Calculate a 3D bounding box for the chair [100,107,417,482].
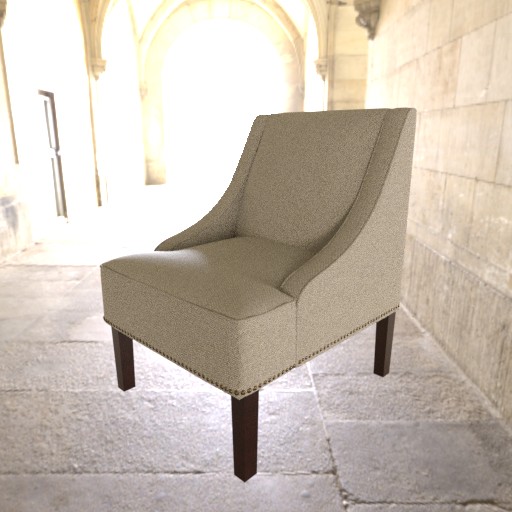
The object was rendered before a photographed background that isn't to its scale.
[{"bbox_3d":[0.000,0.000,1.361,0.628,0.872,0.748,14,21,42],"label":"chair"}]
